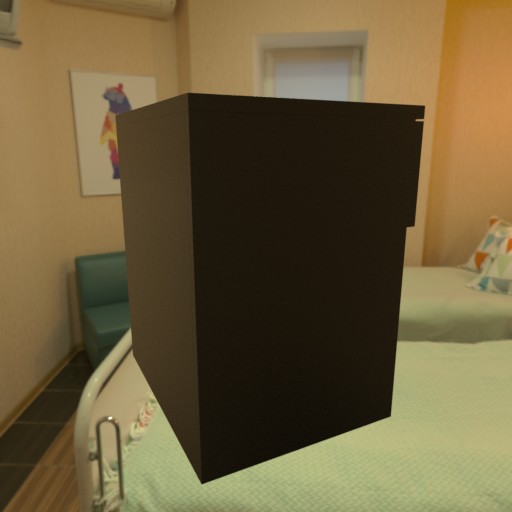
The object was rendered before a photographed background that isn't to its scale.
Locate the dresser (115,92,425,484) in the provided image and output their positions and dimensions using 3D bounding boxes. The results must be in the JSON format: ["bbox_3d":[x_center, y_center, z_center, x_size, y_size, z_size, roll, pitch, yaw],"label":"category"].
[{"bbox_3d":[0.000,0.000,0.756,0.360,0.470,0.400,-7,16,-26],"label":"dresser"}]
